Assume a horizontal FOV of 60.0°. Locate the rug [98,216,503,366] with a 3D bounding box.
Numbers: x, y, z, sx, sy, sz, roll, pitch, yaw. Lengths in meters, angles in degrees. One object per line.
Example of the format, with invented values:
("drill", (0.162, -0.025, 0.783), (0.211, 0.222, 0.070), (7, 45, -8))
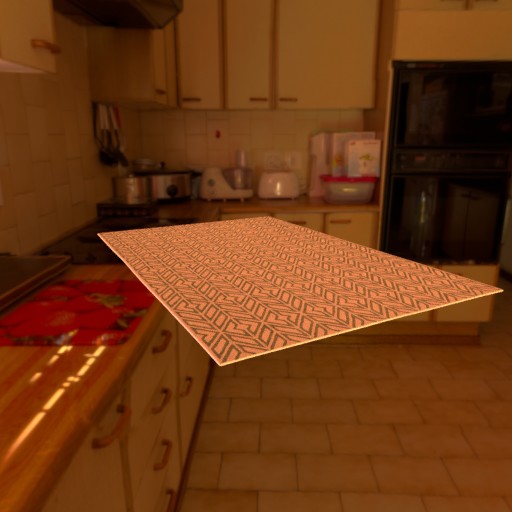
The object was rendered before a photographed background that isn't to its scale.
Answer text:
("rug", (0.000, 0.000, 2.234), (1.220, 0.007, 1.828), (-8, 17, -28))
